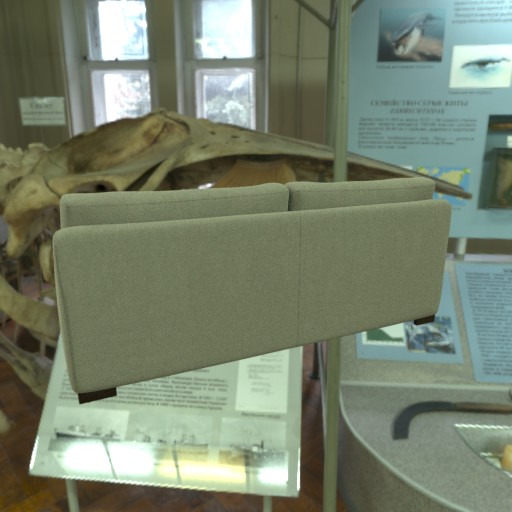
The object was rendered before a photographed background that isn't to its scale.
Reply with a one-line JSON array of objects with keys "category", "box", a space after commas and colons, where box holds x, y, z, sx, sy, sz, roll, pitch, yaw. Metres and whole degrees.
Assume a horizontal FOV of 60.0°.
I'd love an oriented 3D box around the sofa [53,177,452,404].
[{"category": "sofa", "box": [0.000, 0.000, 2.825, 2.354, 0.980, 0.962, -7, 16, -25]}]
